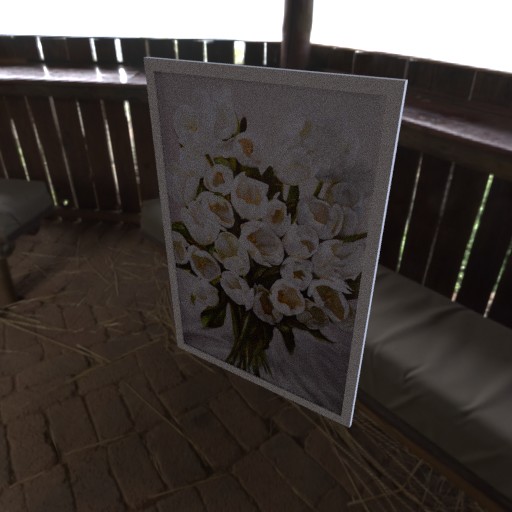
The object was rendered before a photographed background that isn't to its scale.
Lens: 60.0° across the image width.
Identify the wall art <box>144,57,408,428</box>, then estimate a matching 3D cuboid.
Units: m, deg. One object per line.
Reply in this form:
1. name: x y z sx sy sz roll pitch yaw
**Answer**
1. wall art: 0.000 0.000 1.220 0.660 0.965 0.015 18 35 27
